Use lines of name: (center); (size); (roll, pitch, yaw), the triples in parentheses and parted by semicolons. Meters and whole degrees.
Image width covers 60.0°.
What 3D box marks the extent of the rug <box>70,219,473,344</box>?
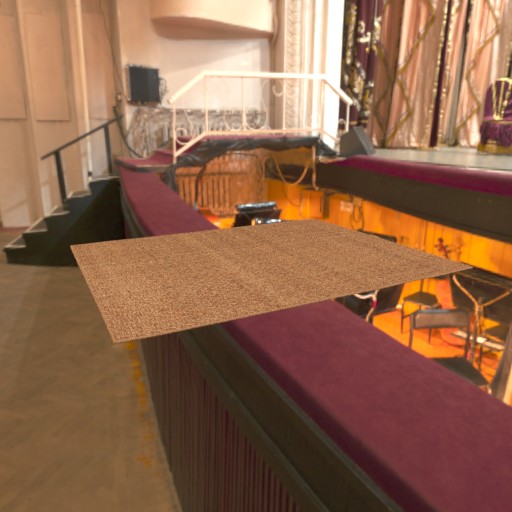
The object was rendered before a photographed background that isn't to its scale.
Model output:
rug: (0.000, 0.000, 4.172); (3.048, 0.013, 2.439); (-8, 18, -26)
